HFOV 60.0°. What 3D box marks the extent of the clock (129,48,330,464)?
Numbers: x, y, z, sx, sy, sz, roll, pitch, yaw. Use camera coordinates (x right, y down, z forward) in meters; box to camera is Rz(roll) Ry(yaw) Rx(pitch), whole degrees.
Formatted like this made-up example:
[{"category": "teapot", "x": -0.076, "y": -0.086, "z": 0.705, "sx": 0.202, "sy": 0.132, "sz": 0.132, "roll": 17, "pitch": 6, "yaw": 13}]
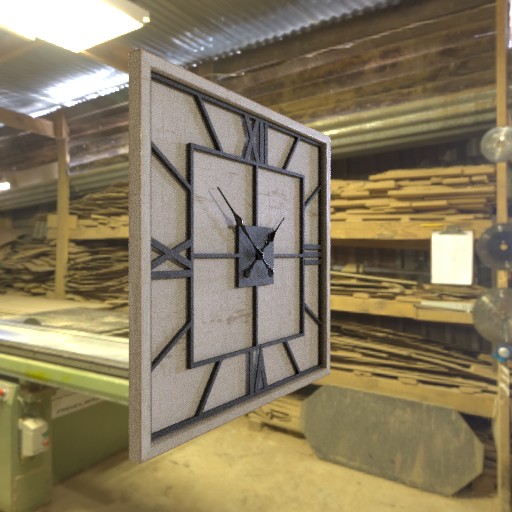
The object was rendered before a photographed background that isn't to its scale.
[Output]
[{"category": "clock", "x": 0.000, "y": 0.000, "z": 1.044, "sx": 0.032, "sy": 0.705, "sz": 0.705, "roll": 0, "pitch": 0, "yaw": 36}]
